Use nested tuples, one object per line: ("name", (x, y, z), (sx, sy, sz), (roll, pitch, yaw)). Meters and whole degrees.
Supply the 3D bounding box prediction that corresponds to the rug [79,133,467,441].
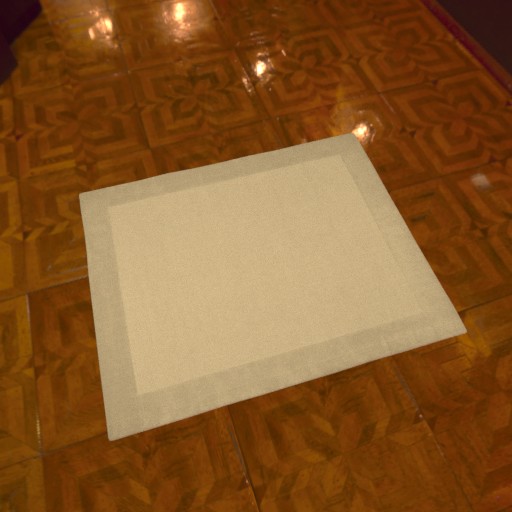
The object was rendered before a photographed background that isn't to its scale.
("rug", (0.000, 0.000, 4.060), (2.976, 0.018, 2.430), (-14, 60, -9))
